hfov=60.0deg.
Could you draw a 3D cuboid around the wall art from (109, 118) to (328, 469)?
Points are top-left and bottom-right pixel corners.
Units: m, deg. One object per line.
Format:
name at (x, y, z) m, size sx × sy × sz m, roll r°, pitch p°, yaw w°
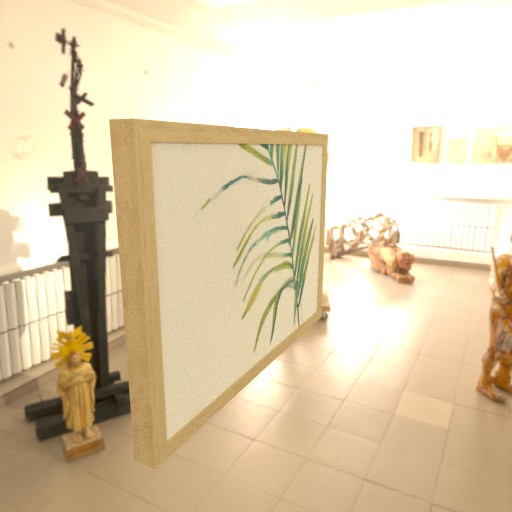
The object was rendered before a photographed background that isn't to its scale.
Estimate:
wall art at (0.000, 0.000, 0.691) m, size 0.032 × 0.380 × 0.532 m, roll 7°, pitch 15°, yaw 28°
